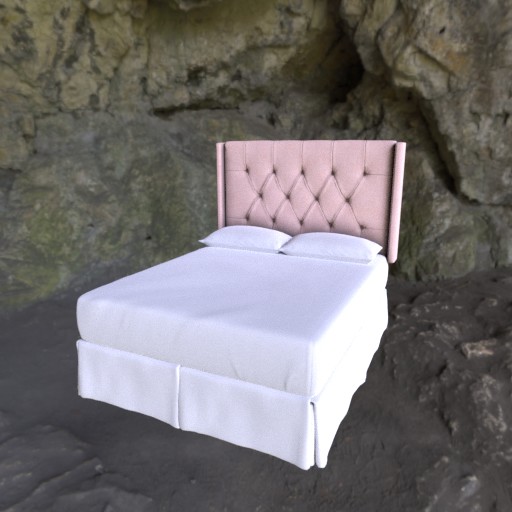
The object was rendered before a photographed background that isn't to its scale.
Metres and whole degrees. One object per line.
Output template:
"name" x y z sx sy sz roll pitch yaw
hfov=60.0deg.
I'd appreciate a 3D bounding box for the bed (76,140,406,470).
"bed" 0.000 0.000 3.261 1.719 1.665 2.066 7 16 25
